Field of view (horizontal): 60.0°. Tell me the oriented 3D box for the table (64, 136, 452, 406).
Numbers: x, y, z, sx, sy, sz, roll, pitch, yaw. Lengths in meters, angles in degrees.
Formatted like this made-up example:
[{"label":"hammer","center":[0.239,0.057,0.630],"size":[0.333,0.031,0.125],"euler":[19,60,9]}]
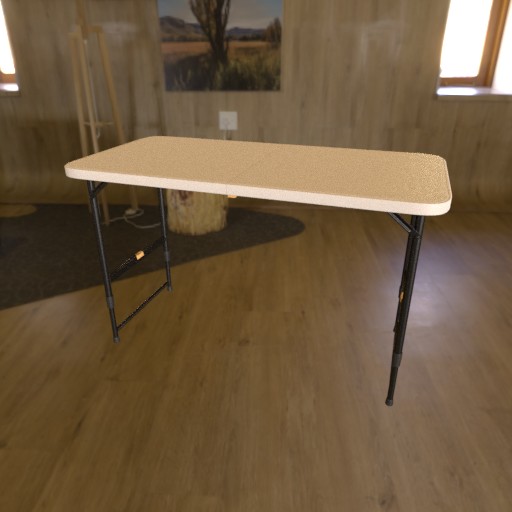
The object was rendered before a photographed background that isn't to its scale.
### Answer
[{"label":"table","center":[0.000,0.000,1.695],"size":[1.245,0.737,0.611],"euler":[8,27,17]}]
